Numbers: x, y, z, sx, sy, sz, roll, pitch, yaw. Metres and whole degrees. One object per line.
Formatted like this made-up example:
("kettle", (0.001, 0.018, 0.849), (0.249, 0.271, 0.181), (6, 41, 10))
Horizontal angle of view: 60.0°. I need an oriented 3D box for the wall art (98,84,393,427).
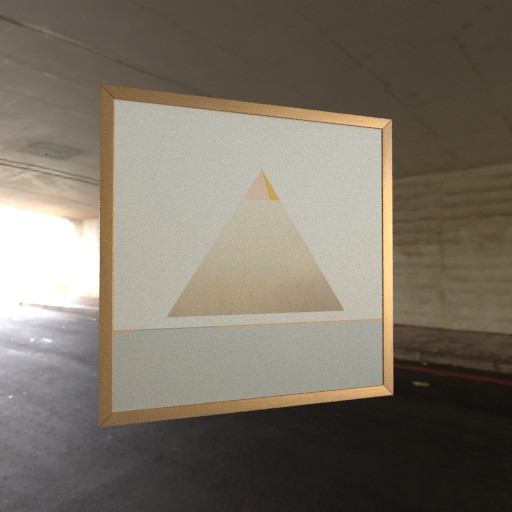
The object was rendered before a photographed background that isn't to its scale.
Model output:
("wall art", (0.000, 0.000, 0.458), (0.305, 0.303, 0.038), (0, -1, -19))
